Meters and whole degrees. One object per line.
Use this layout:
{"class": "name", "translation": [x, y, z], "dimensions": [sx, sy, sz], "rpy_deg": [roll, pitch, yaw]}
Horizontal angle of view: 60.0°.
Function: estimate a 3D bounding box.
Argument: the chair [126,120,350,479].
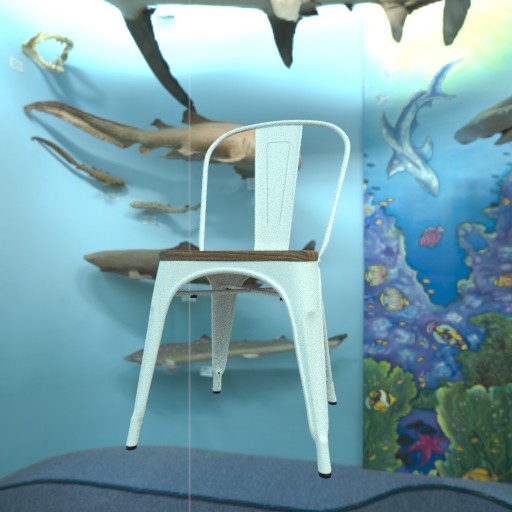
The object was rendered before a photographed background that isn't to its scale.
{"class": "chair", "translation": [0.000, 0.000, 1.158], "dimensions": [0.452, 0.851, 0.521], "rpy_deg": [0, 0, 17]}
